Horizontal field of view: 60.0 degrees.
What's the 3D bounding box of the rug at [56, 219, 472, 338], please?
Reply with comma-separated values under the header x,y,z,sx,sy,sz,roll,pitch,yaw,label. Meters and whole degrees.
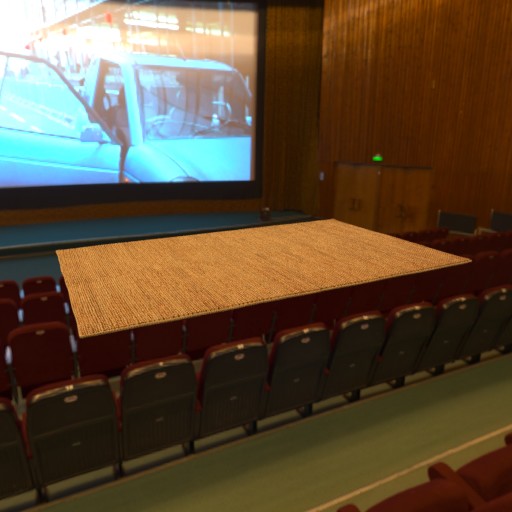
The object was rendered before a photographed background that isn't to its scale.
x,y,z,sx,sy,sz,roll,pitch,yaw,label
0.000,0.000,3.047,2.438,0.034,1.521,-8,18,-26,rug
